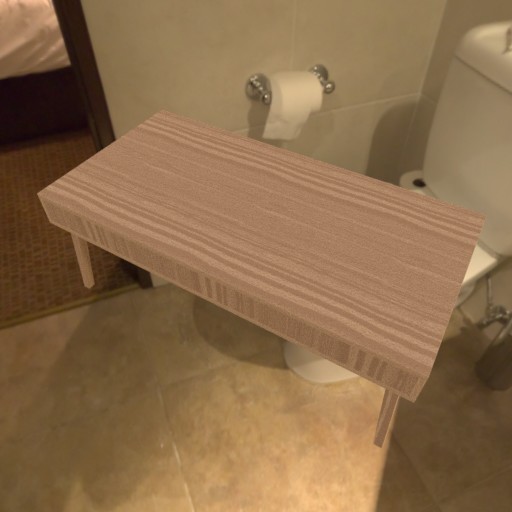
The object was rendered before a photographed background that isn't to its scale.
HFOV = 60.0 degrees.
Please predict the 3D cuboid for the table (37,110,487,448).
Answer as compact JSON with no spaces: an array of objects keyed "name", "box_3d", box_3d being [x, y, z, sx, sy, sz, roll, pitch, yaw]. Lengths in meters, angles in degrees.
[{"name":"table","box_3d":[0.000,0.000,1.480,1.200,0.450,0.600,23,51,21]}]
